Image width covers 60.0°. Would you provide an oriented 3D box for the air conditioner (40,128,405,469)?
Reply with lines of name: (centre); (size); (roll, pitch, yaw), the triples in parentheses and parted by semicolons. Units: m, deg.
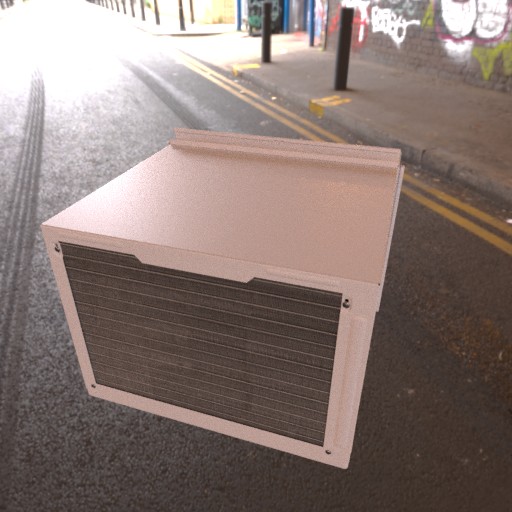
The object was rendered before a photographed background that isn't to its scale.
air conditioner: (0.000, 0.000, 0.882); (0.503, 0.388, 0.546); (10, 33, 15)
